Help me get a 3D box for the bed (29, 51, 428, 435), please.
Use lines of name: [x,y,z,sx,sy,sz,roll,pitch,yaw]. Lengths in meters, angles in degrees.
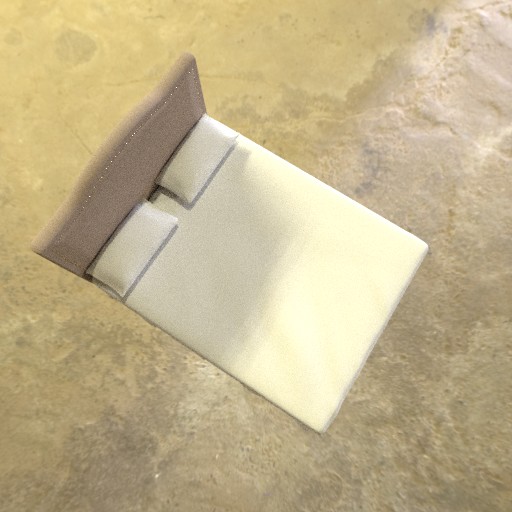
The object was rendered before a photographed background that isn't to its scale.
bed: [0.000,0.000,3.380,2.282,1.436,1.821,32,78,7]
